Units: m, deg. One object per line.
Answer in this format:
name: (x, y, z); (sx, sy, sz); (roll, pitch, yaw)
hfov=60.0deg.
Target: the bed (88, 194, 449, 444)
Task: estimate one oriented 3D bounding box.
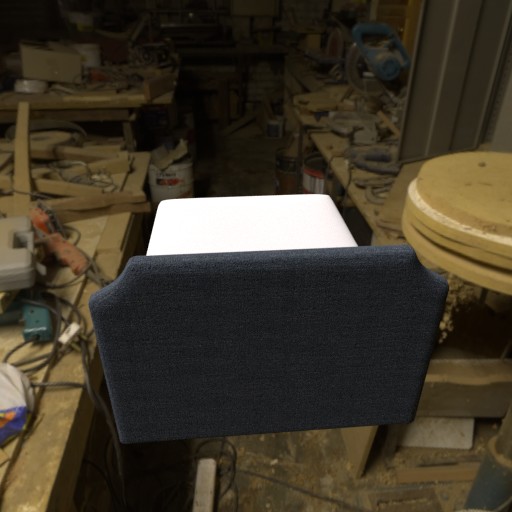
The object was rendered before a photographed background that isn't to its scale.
bed: (0.000, 0.000, 3.337); (1.828, 1.297, 2.208); (-3, 31, -4)
